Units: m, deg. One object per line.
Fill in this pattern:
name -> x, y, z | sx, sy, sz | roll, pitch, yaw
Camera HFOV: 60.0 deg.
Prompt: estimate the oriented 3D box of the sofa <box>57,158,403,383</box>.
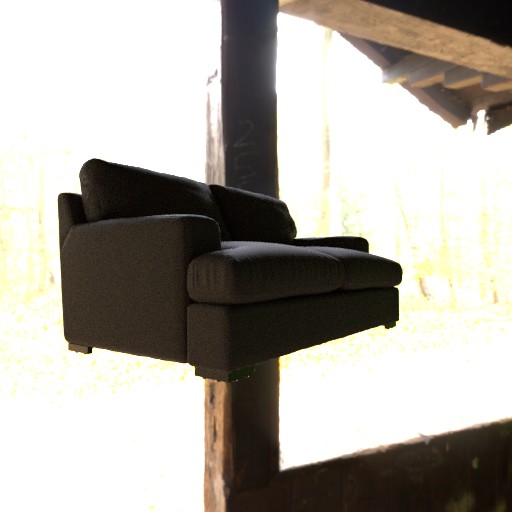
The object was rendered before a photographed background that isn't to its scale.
sofa -> 0.000, 0.000, 2.576 | 1.143, 0.940, 1.880 | -1, -2, 36
